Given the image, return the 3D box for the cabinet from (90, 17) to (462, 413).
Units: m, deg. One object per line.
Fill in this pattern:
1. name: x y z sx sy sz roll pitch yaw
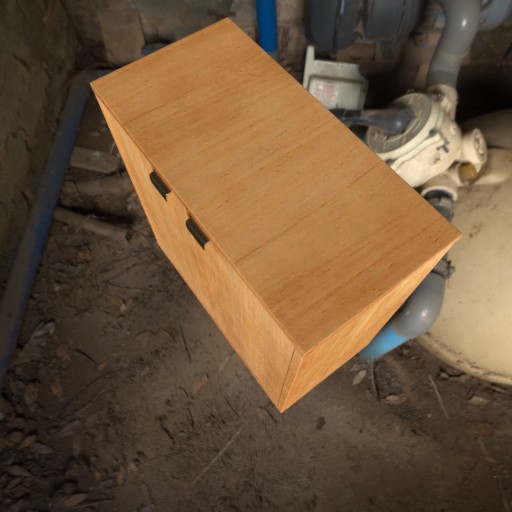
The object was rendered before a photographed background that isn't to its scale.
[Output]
1. cabinet: 0.000 0.000 1.399 0.419 1.001 0.800 -34 68 -15
